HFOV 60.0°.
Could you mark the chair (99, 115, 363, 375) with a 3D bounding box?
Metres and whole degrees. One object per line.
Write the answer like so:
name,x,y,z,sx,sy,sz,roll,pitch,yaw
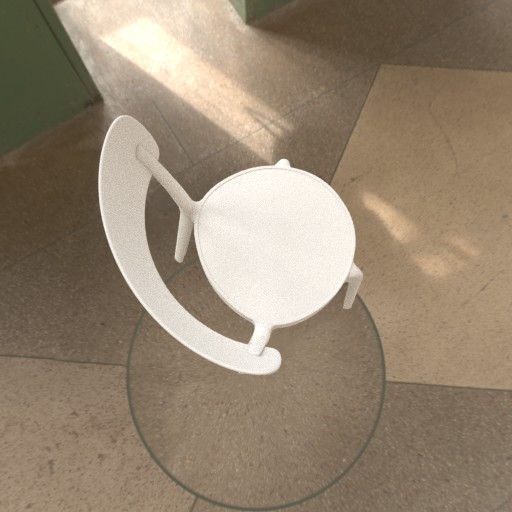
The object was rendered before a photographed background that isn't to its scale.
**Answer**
chair,0.000,0.000,1.104,0.491,0.790,0.506,-30,78,-7
